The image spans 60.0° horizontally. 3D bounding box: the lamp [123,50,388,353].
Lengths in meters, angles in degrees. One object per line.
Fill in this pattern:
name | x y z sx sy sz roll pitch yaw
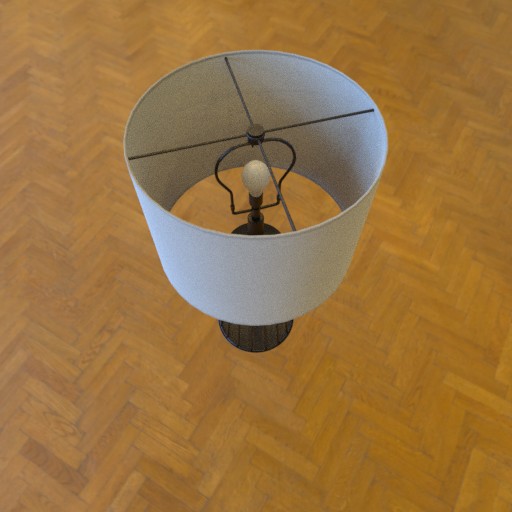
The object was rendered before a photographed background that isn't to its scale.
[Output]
lamp | 0.000 0.000 0.796 0.322 0.593 0.322 -14 59 -8
